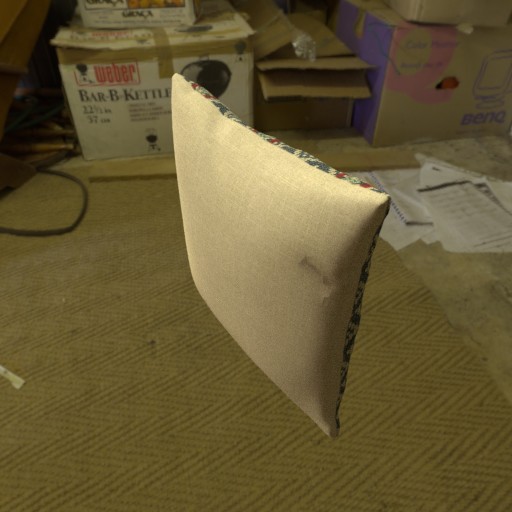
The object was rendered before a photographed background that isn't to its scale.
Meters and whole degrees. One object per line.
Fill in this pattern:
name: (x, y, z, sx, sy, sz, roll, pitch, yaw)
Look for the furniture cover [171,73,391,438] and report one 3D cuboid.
furniture cover: (0.000, 0.000, 0.674, 0.139, 0.431, 0.431, -24, 46, -26)
